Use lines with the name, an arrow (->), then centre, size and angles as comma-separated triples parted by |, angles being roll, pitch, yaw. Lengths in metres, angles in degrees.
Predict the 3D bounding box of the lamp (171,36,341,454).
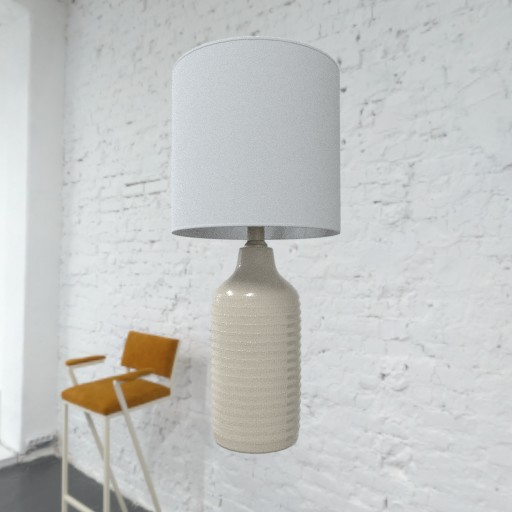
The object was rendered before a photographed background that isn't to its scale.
lamp -> 0.000, 0.000, 0.587 | 0.220, 0.475, 0.220 | -1, -2, 19
